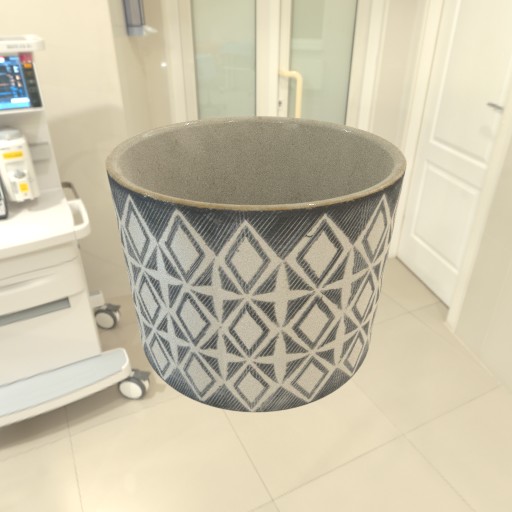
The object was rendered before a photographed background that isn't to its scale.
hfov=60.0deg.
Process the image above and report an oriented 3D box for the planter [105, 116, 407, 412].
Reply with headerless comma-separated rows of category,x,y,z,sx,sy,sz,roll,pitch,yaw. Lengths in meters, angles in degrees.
planter,0.000,0.000,0.336,0.192,0.165,0.192,0,30,0
